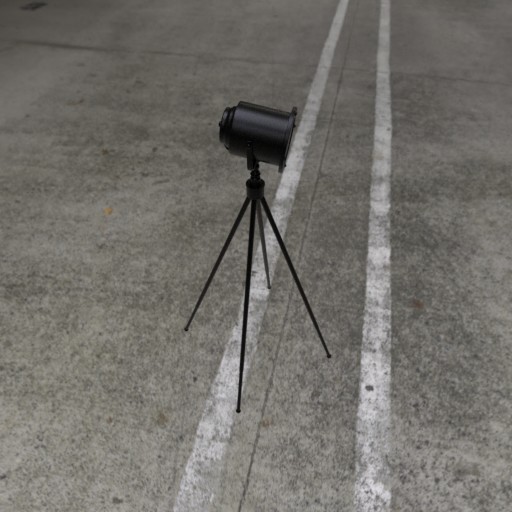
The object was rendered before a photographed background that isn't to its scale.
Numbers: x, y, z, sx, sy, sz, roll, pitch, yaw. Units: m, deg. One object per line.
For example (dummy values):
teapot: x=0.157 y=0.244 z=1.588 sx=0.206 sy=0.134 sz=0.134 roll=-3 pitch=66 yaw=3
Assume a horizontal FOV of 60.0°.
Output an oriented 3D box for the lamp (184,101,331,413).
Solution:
lamp: x=0.000 y=0.000 z=2.070 sx=0.884 sy=1.504 sz=0.879 roll=9 pitch=47 yaw=8
